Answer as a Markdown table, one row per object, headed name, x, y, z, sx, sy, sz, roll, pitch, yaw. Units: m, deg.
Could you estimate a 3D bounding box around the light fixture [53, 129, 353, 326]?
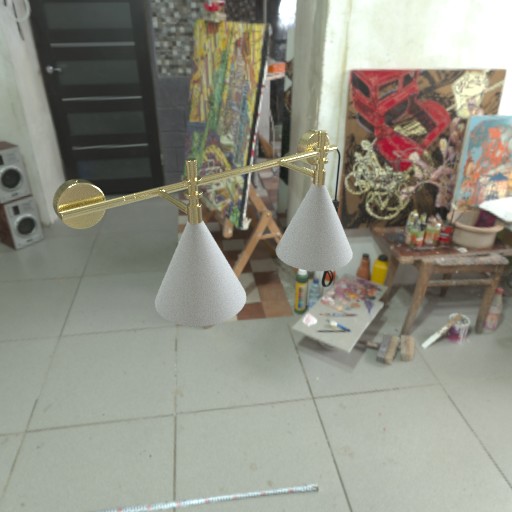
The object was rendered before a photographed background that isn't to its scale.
| name | x | y | z | sx | sy | sz | roll | pitch | yaw |
| --- | --- | --- | --- | --- | --- | --- | --- | --- | --- |
| light fixture | 0.000 | 0.000 | 0.875 | 0.642 | 0.468 | 0.239 | -21 | 36 | -32 |
